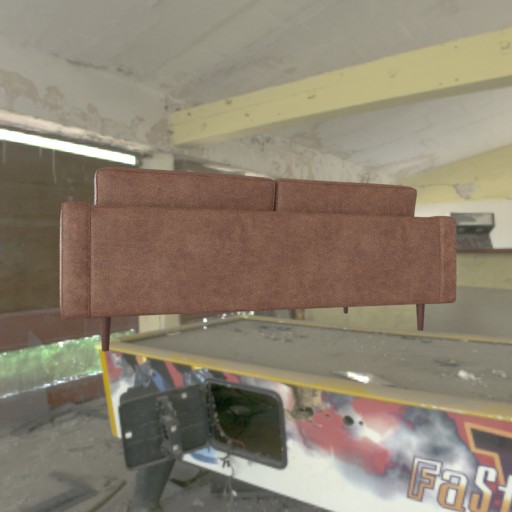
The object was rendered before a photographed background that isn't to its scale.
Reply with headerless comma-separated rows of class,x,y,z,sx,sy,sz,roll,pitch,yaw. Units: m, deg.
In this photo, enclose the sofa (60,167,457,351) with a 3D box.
sofa,0.000,0.000,2.365,1.870,0.760,0.910,0,0,-19
